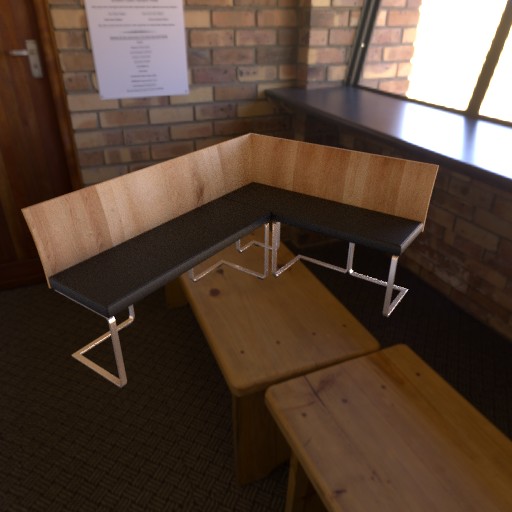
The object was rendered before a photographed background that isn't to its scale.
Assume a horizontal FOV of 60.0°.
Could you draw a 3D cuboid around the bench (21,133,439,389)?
[{"bbox_3d":[0.000,0.000,2.750,1.495,0.930,1.945,19,34,30],"label":"bench"}]
